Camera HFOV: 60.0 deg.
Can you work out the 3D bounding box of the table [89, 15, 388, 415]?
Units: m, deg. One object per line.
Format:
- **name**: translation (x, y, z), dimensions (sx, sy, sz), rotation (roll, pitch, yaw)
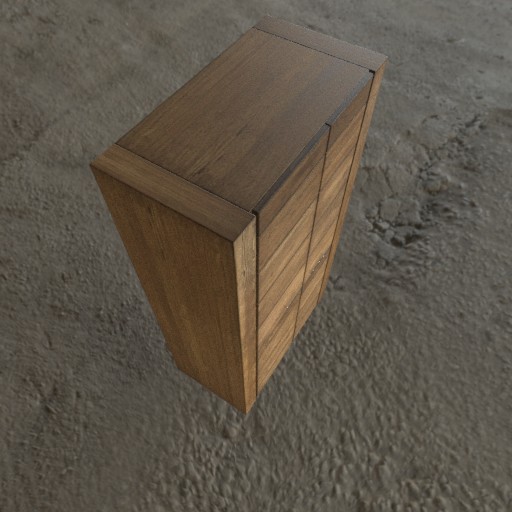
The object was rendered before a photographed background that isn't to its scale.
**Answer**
- **table**: translation (0.000, 0.000, 2.460), dimensions (0.600, 2.000, 1.100), rotation (29, 61, 17)
